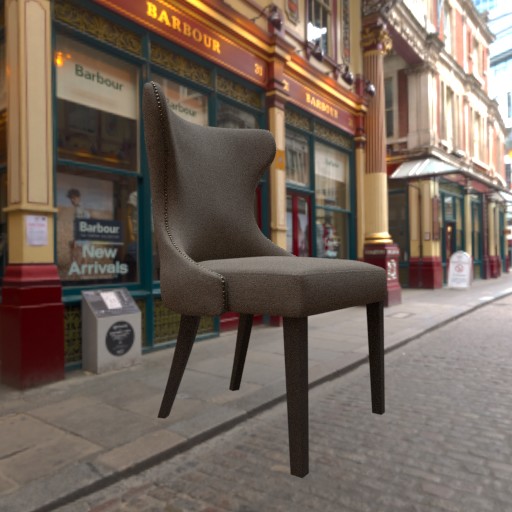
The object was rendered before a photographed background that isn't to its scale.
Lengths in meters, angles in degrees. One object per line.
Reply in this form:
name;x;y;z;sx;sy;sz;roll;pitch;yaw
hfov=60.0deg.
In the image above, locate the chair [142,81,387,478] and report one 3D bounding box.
chair;0.000;0.000;1.345;0.635;0.967;0.628;0;-1;36
